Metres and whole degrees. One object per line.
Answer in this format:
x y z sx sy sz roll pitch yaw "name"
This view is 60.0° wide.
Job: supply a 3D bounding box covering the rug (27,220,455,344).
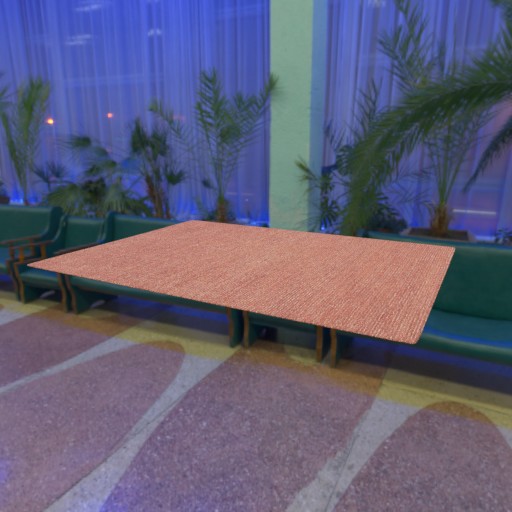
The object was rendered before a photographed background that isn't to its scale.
0.000 0.000 2.697 2.112 0.009 1.594 8 17 27 "rug"
